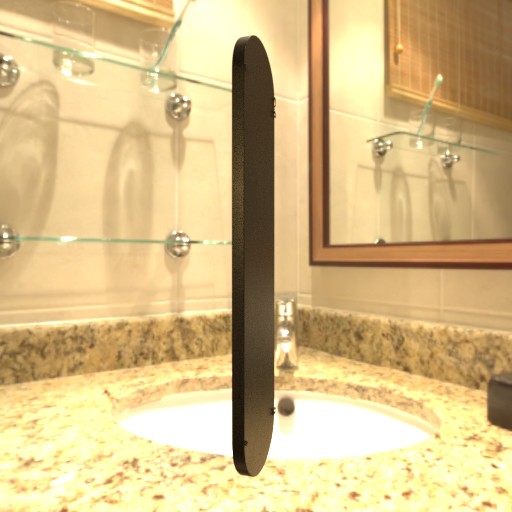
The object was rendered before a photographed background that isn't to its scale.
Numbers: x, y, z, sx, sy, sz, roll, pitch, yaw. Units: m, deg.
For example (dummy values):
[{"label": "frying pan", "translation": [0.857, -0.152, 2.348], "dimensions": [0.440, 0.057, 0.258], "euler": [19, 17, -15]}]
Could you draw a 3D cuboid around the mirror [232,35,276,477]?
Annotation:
[{"label": "mirror", "translation": [0.000, 0.000, 1.022], "dimensions": [0.032, 0.991, 0.222], "euler": [0, 0, 19]}]
